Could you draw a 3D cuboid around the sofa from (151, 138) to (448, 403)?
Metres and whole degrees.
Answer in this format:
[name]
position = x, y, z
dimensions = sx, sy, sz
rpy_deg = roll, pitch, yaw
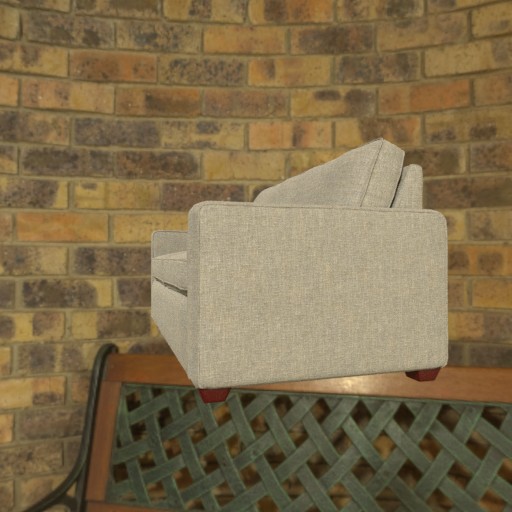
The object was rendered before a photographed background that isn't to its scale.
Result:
[sofa]
position = 0.000, 0.000, 2.256
dimensions = 0.945, 0.915, 1.706
rpy_deg = 0, 0, -18
